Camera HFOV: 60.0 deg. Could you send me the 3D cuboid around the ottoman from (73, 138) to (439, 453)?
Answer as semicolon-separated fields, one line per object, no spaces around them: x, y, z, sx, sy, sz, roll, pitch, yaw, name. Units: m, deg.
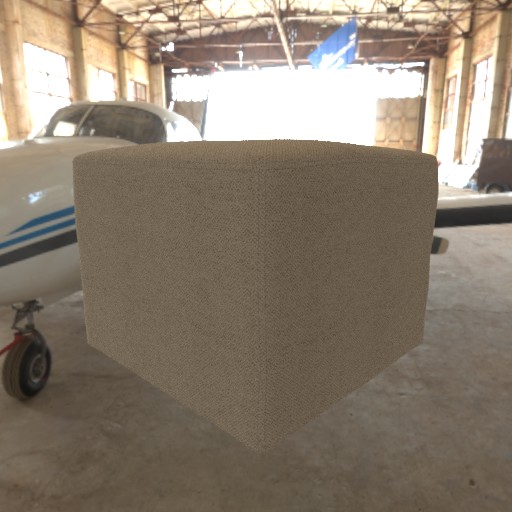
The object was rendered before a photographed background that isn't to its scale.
0.000;0.000;0.891;0.521;0.453;0.512;13;18;43;ottoman
